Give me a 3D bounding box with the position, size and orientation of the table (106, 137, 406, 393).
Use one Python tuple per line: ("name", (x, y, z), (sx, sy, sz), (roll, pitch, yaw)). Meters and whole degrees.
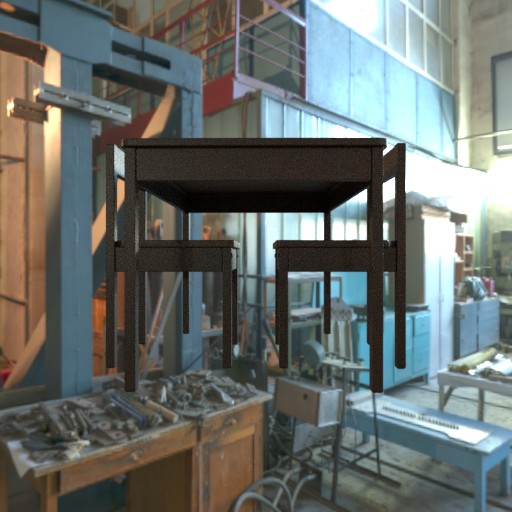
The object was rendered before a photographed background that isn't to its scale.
("table", (0.000, 0.000, 1.130), (0.672, 0.503, 0.650), (0, 0, 1))
